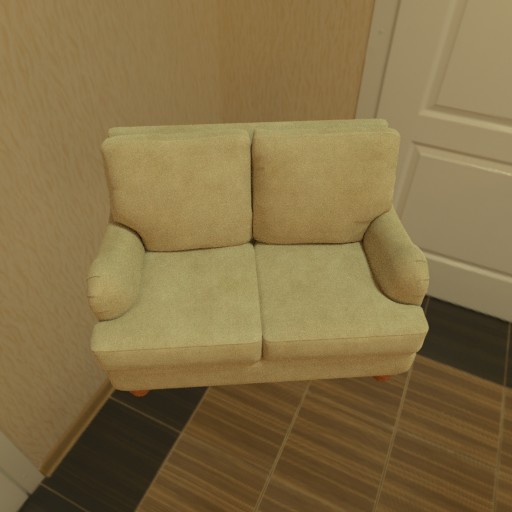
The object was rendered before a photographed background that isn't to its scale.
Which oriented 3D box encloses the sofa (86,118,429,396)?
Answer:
[{"bbox_3d":[0.000,0.000,2.238,1.498,1.087,1.086,-3,45,-3],"label":"sofa"}]
